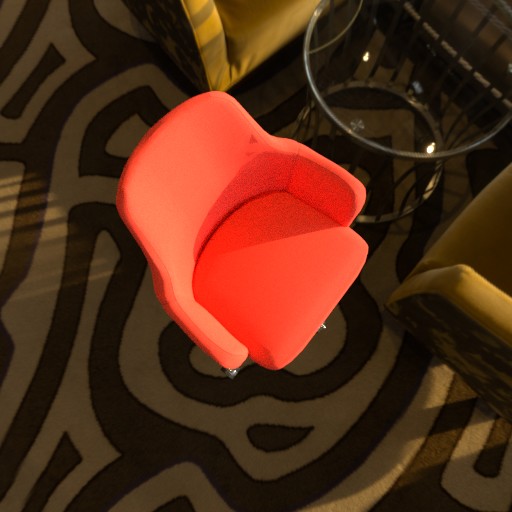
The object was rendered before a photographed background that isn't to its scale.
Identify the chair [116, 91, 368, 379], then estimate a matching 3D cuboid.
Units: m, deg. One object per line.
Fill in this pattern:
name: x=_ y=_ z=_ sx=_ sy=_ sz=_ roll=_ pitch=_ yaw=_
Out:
chair: x=0.000 y=0.000 z=1.270 sx=0.600 sy=0.820 sz=0.655 roll=37 pitch=79 yaw=9
